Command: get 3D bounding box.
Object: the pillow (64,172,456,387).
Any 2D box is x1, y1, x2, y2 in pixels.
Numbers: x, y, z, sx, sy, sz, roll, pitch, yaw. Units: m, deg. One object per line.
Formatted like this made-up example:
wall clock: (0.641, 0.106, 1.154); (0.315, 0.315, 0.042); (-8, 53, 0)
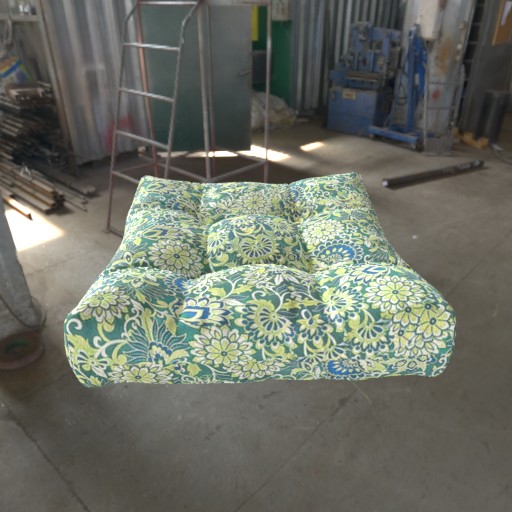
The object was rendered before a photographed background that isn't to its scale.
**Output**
pillow: (0.000, 0.000, 0.717); (0.468, 0.128, 0.490); (-1, 29, -2)
